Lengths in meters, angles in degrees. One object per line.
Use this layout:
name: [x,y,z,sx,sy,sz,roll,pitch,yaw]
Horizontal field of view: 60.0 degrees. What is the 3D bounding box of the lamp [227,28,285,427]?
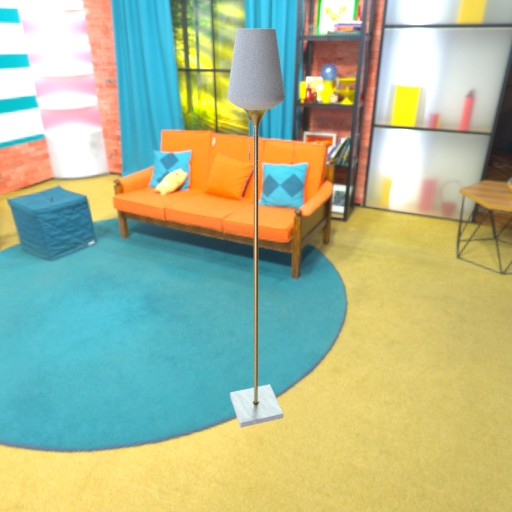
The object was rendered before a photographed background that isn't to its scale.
lamp: [0.000,0.000,1.988,0.232,1.813,0.229,-7,27,-15]
